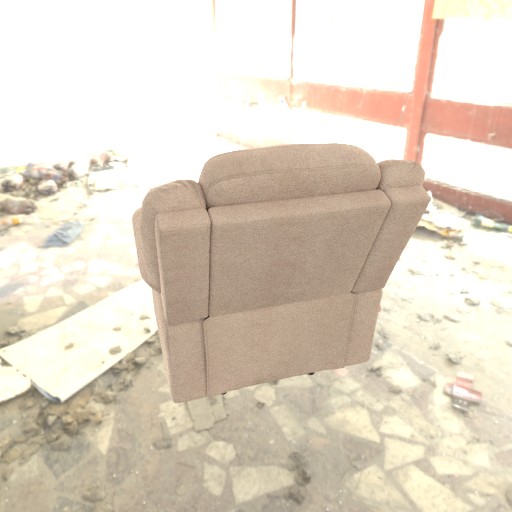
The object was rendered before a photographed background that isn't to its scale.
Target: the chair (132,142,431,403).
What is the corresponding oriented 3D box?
[{"bbox_3d":[0.000,0.000,1.752,0.899,1.008,0.944,-8,28,-15],"label":"chair"}]
